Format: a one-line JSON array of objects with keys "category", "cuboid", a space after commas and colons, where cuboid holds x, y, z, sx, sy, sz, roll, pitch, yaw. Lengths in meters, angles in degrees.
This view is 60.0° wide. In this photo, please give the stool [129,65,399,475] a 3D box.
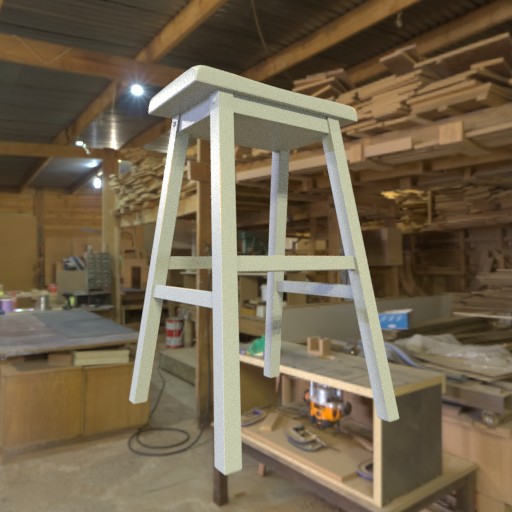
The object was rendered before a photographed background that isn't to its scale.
[{"category": "stool", "cuboid": [0.000, 0.000, 1.067, 0.457, 0.737, 0.476, 0, 0, -35]}]
